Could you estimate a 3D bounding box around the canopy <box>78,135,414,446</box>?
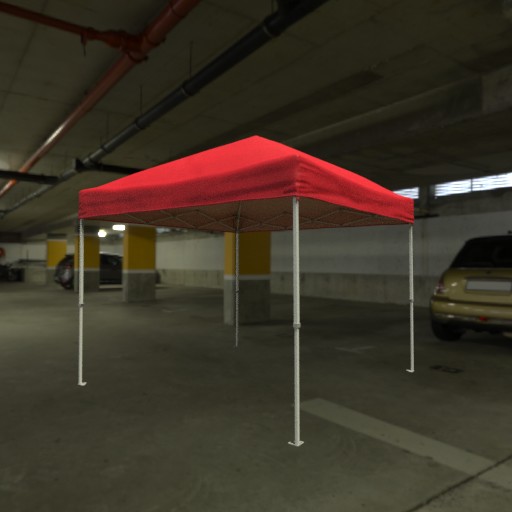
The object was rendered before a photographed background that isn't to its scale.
[{"bbox_3d":[0.000,0.000,5.496,2.996,2.997,2.998,-1,-1,36],"label":"canopy"}]
